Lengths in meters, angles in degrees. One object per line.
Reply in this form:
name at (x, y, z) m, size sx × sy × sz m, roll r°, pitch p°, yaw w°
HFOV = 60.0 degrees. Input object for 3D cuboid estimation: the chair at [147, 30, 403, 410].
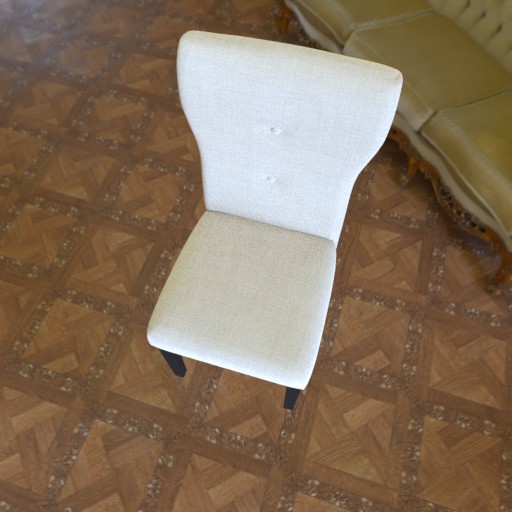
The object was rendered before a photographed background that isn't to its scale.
chair at (0.000, 0.000, 1.240) m, size 0.509 × 0.921 × 0.597 m, roll 14°, pitch 60°, yaw 8°
